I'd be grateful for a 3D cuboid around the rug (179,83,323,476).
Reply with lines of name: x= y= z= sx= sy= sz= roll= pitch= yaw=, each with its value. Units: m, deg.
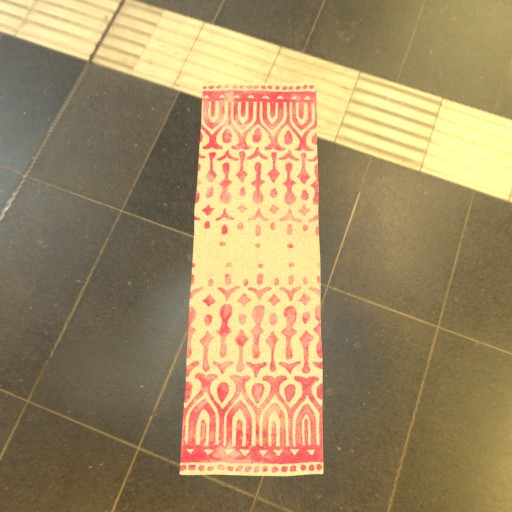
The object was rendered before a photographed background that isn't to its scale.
rug: x=0.000 y=0.000 z=2.707 sx=0.787 sy=0.011 sz=2.458 roll=1 pitch=75 yaw=0
